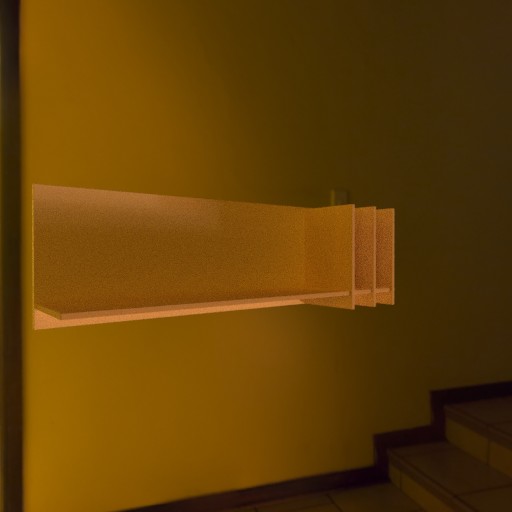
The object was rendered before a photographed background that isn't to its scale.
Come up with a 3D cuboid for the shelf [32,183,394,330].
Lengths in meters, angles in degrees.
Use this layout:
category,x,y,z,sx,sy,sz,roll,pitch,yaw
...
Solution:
category,x,y,z,sx,sy,sz,roll,pitch,yaw
shelf,0.000,0.000,1.154,1.020,0.300,0.200,0,0,-38
